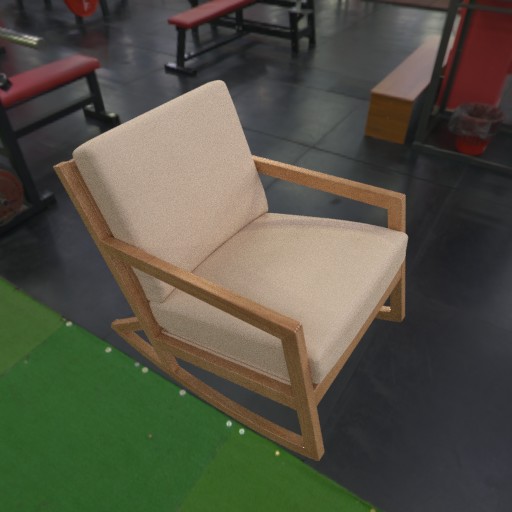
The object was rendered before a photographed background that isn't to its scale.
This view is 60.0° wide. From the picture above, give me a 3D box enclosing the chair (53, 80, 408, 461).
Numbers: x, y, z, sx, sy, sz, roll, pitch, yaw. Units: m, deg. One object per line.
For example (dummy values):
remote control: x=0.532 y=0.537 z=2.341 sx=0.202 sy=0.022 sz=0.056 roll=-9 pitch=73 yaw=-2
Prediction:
chair: x=0.000 y=0.000 z=1.373 sx=0.857 sy=0.790 sz=0.622 roll=25 pitch=48 yaw=25
